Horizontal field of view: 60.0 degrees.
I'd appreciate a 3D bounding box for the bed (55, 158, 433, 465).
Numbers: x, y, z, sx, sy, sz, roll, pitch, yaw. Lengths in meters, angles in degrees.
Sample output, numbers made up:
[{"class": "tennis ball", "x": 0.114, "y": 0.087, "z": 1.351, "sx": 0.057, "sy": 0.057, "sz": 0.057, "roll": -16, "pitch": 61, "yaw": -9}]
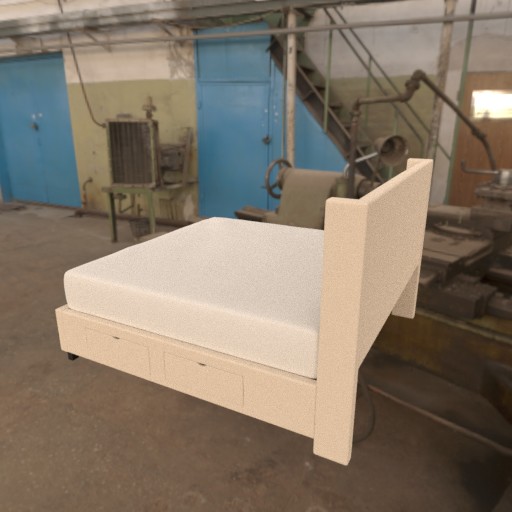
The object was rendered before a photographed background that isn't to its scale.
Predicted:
[{"class": "bed", "x": 0.000, "y": 0.000, "z": 3.607, "sx": 2.293, "sy": 1.471, "sz": 2.145, "roll": 9, "pitch": 20, "yaw": 27}]
